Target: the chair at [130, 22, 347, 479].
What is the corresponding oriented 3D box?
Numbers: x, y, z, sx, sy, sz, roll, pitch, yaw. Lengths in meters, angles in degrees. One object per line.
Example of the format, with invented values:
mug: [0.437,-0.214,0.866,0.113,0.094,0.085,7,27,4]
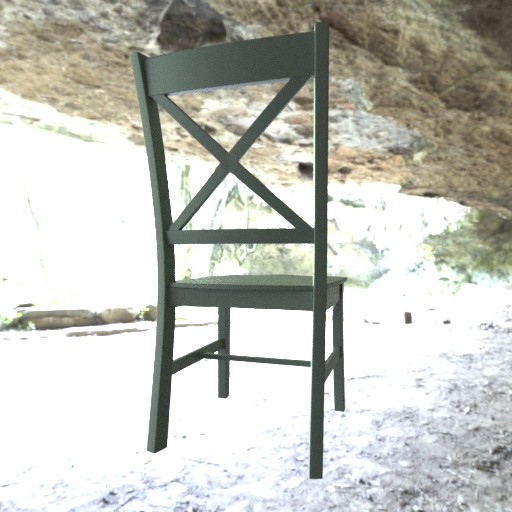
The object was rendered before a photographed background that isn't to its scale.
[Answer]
chair: [0.000,0.000,1.240,0.485,0.983,0.542,0,0,18]
